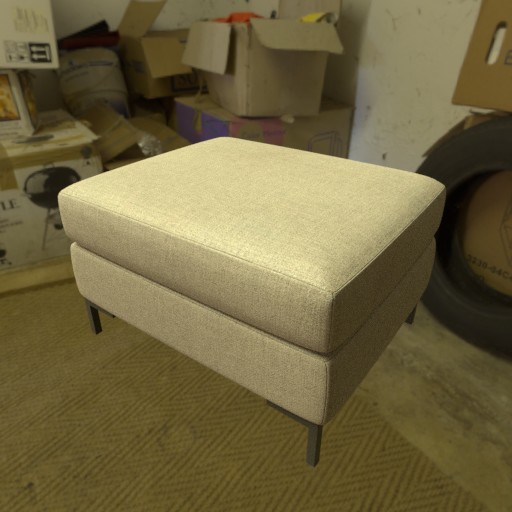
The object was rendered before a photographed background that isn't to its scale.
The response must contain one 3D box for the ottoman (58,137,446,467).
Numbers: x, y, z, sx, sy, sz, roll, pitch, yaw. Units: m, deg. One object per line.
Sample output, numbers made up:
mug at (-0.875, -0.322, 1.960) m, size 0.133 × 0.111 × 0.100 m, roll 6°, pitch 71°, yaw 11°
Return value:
ottoman at (0.000, 0.000, 1.233) m, size 0.820 × 0.490 × 0.671 m, roll 20°, pitch 35°, yaw 31°
